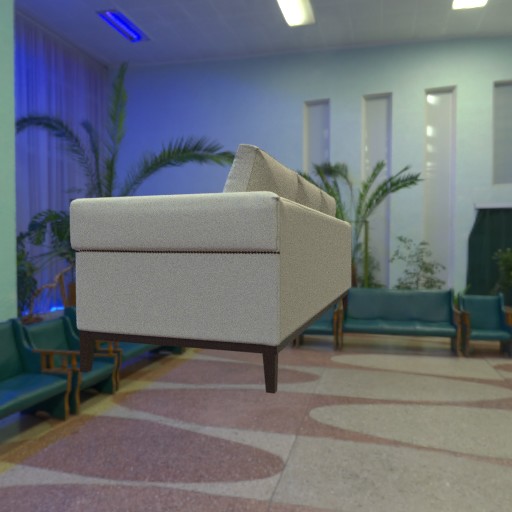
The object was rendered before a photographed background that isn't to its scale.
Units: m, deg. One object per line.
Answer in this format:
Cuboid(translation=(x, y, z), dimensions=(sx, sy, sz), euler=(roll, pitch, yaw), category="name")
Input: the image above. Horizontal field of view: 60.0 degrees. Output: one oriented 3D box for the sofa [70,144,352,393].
Cuboid(translation=(0.000, 0.000, 2.689), dimensions=(0.902, 0.911, 2.198), euler=(0, 1, 19), category="sofa")
